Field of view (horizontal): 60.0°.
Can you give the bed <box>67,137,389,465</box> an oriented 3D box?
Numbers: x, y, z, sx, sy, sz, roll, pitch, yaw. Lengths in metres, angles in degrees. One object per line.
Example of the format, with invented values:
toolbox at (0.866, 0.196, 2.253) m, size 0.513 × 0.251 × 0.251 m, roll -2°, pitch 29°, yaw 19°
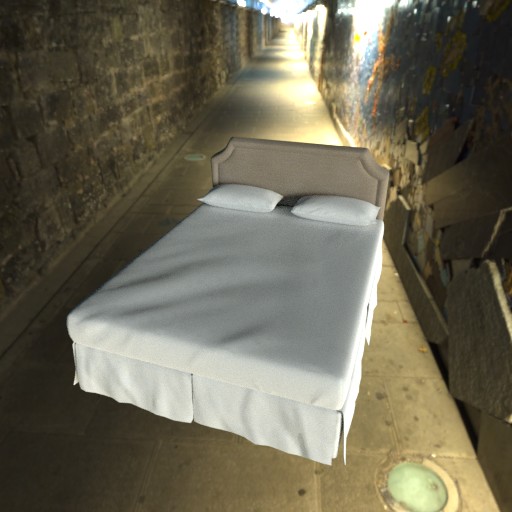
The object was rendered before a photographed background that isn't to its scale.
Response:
bed at (0.000, 0.000, 3.627) m, size 1.977 × 1.293 × 2.498 m, roll 9°, pitch 30°, yaw 17°
